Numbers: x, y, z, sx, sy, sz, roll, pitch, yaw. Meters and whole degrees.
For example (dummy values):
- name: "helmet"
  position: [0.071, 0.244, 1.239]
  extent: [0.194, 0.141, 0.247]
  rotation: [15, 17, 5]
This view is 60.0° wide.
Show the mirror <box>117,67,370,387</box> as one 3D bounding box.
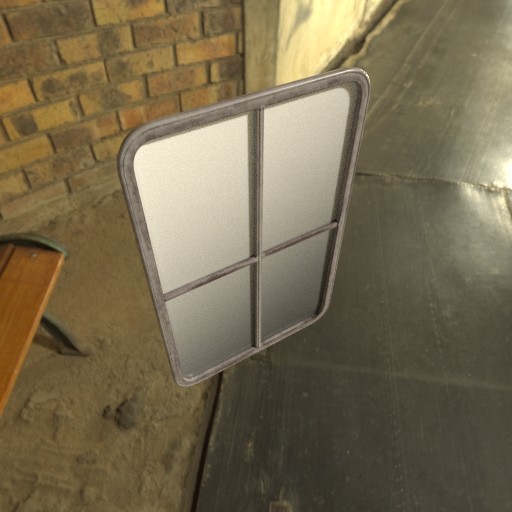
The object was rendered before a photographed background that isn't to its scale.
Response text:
- name: "mirror"
  position: [0.000, 0.000, 0.922]
  extent: [0.461, 0.713, 0.024]
  rotation: [-23, 50, -21]
